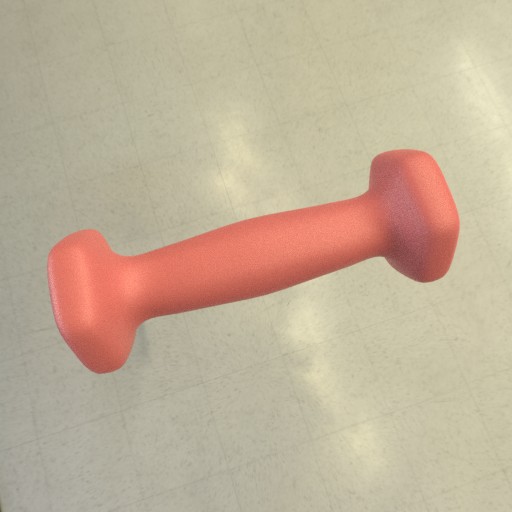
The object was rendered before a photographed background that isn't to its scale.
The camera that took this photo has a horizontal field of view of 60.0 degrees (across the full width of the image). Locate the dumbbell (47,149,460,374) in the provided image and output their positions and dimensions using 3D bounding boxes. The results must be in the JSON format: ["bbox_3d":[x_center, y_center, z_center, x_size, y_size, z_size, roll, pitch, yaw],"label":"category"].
[{"bbox_3d":[0.000,0.000,0.144,0.123,0.043,0.047,-15,76,-4],"label":"dumbbell"}]
